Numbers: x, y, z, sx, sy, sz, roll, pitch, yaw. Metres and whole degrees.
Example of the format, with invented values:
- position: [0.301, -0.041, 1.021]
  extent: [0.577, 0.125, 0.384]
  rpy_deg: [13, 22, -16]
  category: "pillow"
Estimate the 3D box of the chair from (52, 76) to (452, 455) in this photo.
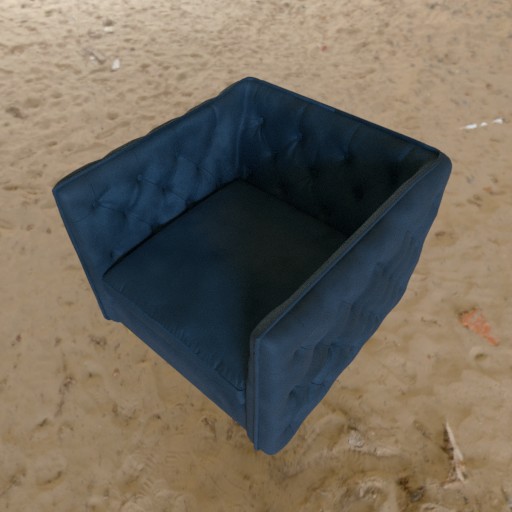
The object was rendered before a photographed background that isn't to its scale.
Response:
- position: [0.000, 0.000, 1.538]
  extent: [0.868, 0.771, 0.877]
  rpy_deg: [32, 55, 26]
  category: "chair"
